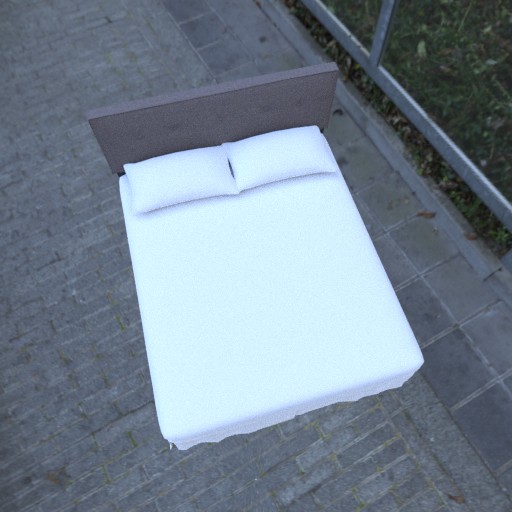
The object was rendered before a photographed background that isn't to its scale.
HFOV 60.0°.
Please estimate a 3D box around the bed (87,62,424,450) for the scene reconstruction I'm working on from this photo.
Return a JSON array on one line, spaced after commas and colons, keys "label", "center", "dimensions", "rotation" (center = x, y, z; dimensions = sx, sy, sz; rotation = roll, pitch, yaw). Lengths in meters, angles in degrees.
[{"label": "bed", "center": [0.000, 0.000, 2.787], "dimensions": [1.610, 1.089, 1.894], "rotation": [-14, 64, -7]}]
